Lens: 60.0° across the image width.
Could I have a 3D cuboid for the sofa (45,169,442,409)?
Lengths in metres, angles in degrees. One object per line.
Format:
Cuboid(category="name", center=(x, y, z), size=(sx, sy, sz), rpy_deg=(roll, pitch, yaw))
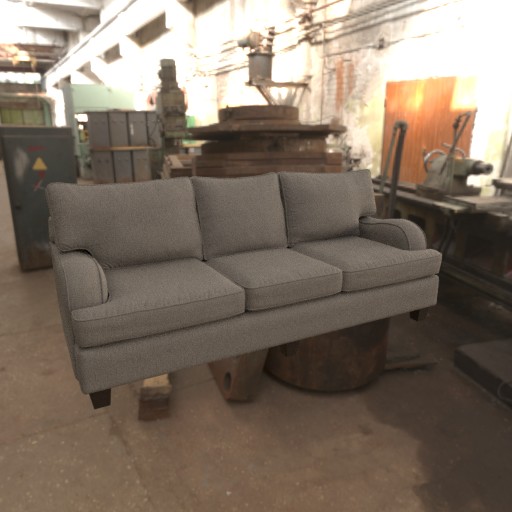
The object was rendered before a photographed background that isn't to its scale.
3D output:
Cuboid(category="sofa", center=(0.000, 0.000, 2.819), size=(2.323, 0.991, 1.016), rpy_deg=(-8, 18, -27))
